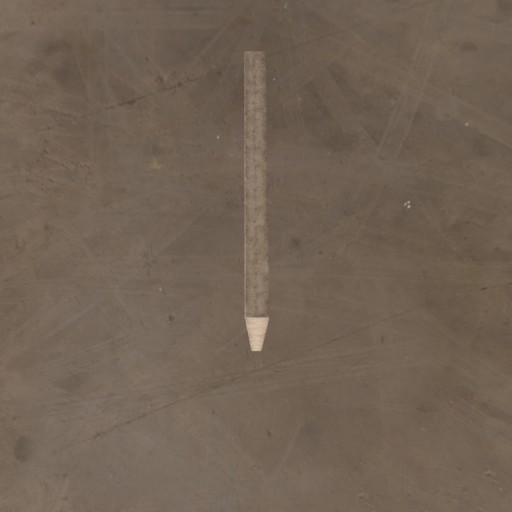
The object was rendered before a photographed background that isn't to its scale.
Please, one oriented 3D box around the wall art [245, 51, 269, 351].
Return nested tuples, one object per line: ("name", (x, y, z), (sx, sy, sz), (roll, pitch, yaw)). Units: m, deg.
("wall art", (0.000, 0.000, 1.702), (0.051, 1.461, 0.648), (0, 75, 0))
